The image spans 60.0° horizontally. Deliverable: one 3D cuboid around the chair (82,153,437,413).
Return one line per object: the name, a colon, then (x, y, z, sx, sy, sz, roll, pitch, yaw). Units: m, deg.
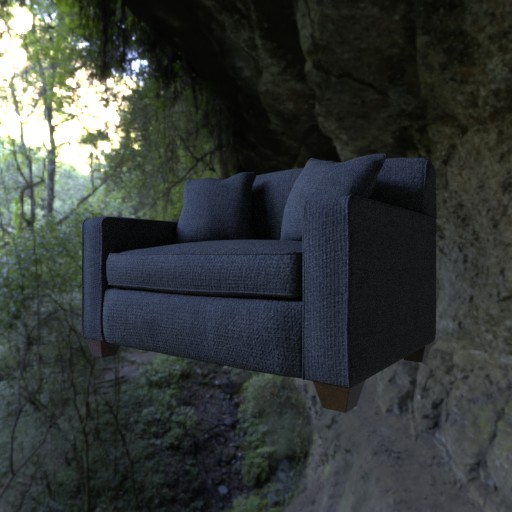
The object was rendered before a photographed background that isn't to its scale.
chair: (0.000, 0.000, 2.061, 1.383, 0.948, 1.000, 0, 0, 36)
